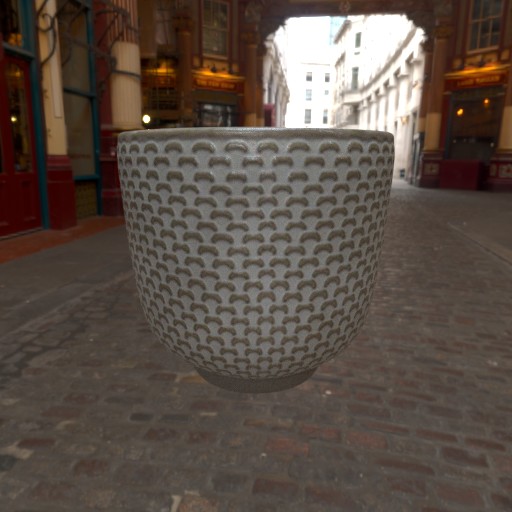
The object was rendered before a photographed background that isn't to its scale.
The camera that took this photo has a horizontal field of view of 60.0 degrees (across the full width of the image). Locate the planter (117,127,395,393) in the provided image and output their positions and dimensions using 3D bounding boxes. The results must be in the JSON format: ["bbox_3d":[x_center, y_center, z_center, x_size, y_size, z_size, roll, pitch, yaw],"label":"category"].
[{"bbox_3d":[0.000,0.000,0.303,0.173,0.160,0.173,0,13,0],"label":"planter"}]
